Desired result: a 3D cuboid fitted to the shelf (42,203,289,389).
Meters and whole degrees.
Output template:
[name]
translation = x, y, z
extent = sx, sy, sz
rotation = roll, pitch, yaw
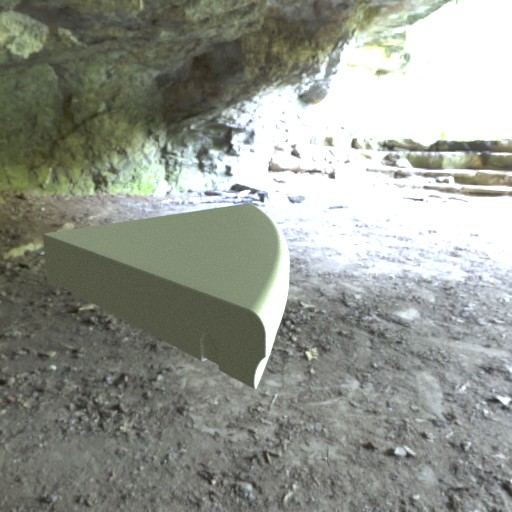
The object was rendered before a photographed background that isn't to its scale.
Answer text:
[shelf]
translation = 0.000, 0.000, 0.464
extent = 0.310, 0.050, 0.310
rotation = 14, 21, 42
